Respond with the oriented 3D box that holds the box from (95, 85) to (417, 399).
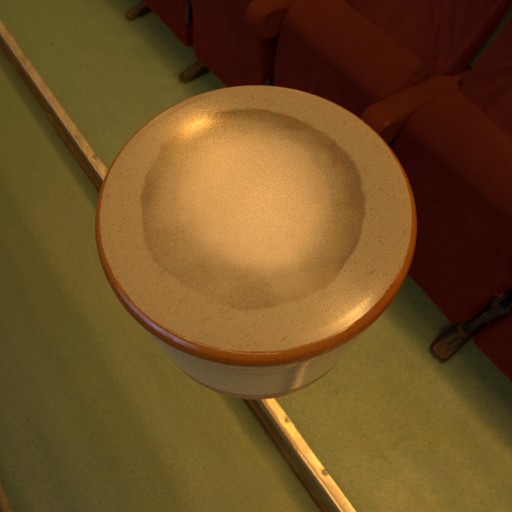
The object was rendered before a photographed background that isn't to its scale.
[{"bbox_3d":[0.000,0.000,0.211,0.123,0.100,0.123,0,64,0],"label":"box"}]
